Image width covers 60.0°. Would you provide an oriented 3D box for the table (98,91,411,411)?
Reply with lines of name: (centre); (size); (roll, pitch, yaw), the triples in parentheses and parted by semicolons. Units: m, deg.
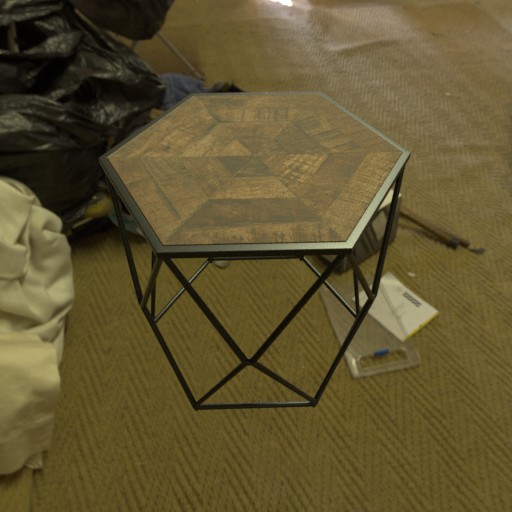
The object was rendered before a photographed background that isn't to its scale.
table: (0.000, 0.000, 1.050); (0.579, 0.564, 0.578); (-23, 51, -21)
